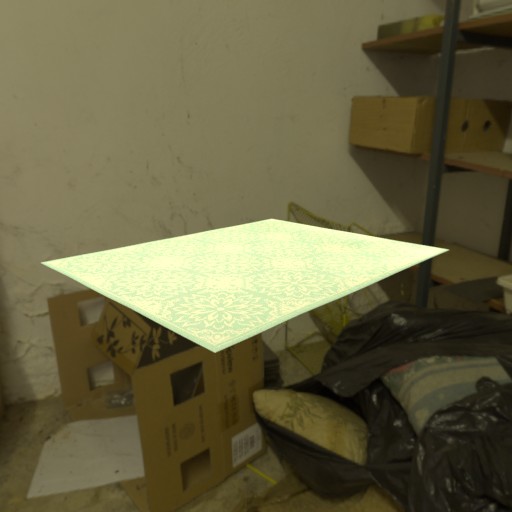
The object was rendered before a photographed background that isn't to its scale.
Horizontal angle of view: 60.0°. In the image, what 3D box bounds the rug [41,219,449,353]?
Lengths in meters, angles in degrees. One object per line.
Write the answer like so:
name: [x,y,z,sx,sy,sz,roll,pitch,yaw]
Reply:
rug: [0.000,0.000,4.104,2.363,0.012,2.980,15,21,43]
